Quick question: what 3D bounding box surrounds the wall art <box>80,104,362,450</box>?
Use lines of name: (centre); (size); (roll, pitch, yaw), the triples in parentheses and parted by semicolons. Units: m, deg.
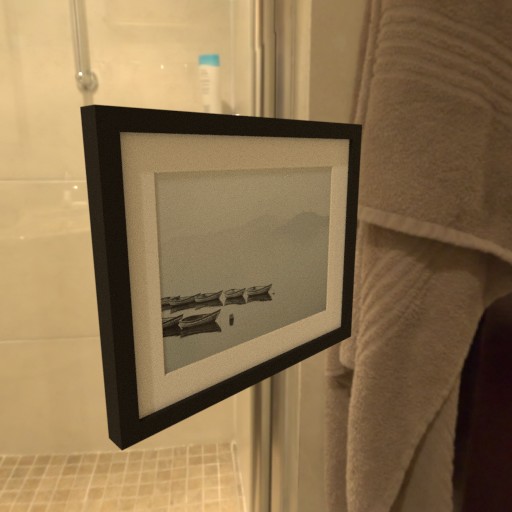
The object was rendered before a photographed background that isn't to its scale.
wall art: (0.000, 0.000, 0.545); (0.397, 0.325, 0.028); (-13, 18, -43)
